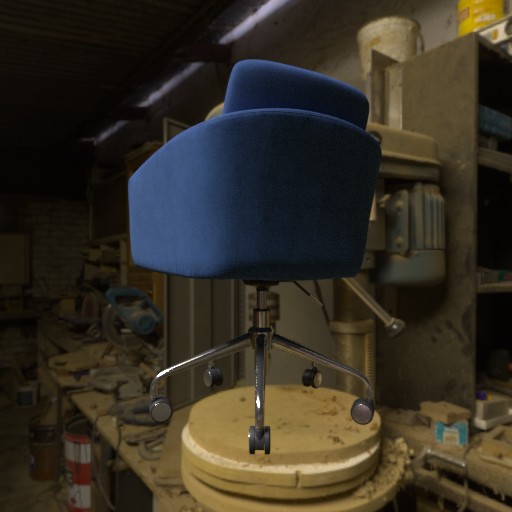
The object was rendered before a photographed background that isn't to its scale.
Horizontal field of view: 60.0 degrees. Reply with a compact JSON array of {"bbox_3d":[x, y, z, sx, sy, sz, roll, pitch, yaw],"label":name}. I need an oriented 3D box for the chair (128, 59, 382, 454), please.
[{"bbox_3d":[0.000,0.000,1.334,0.641,0.908,0.635,0,0,-34],"label":"chair"}]
